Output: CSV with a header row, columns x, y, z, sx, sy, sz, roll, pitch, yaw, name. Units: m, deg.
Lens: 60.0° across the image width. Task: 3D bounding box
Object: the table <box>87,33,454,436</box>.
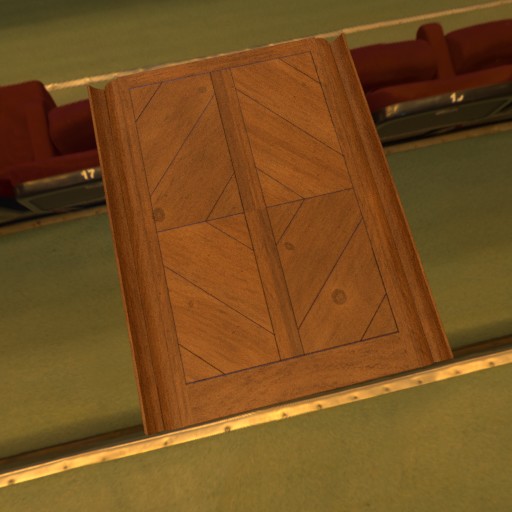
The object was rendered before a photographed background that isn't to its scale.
x,y,z,sx,sy,sz,roll,pitch,yaw,name
0.000,0.000,1.270,0.591,0.763,0.746,-13,76,-3,table
